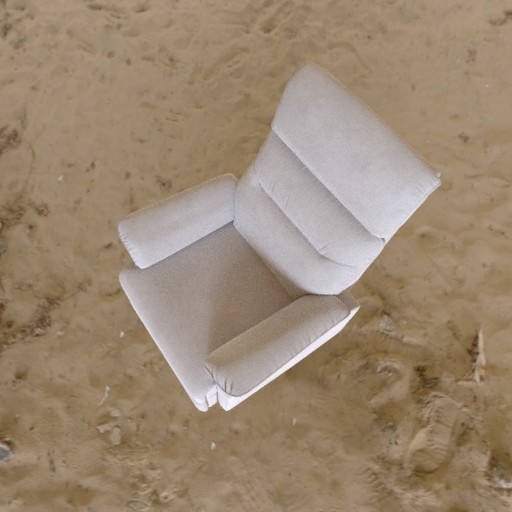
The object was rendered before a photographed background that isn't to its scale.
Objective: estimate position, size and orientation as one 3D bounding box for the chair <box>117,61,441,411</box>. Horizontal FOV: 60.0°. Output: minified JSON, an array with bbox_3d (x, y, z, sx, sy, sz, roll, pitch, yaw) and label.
[{"bbox_3d":[0.000,0.000,1.720,1.001,1.039,0.820,-33,68,-15],"label":"chair"}]
